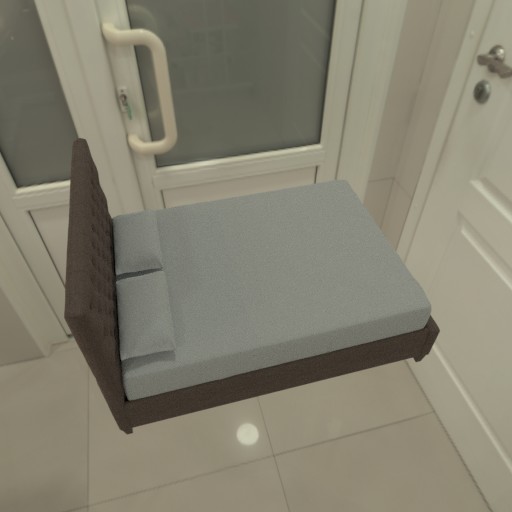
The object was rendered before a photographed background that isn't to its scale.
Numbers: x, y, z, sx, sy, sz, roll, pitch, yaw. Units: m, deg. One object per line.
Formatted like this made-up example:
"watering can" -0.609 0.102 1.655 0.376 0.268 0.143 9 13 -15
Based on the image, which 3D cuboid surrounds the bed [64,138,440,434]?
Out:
"bed" 0.000 0.000 3.408 2.387 1.427 1.698 -11 47 -10
